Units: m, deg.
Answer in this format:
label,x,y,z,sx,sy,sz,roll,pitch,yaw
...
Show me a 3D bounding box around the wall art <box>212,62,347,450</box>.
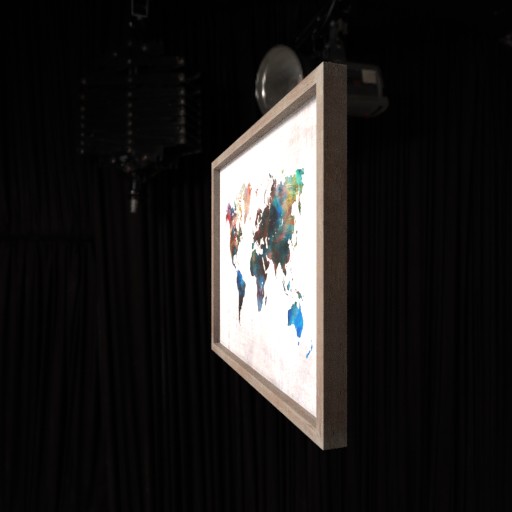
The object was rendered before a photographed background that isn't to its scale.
label,x,y,z,sx,sy,sz,roll,pitch,yaw
wall art,0.000,0.000,1.788,0.070,1.009,1.320,0,0,-18
